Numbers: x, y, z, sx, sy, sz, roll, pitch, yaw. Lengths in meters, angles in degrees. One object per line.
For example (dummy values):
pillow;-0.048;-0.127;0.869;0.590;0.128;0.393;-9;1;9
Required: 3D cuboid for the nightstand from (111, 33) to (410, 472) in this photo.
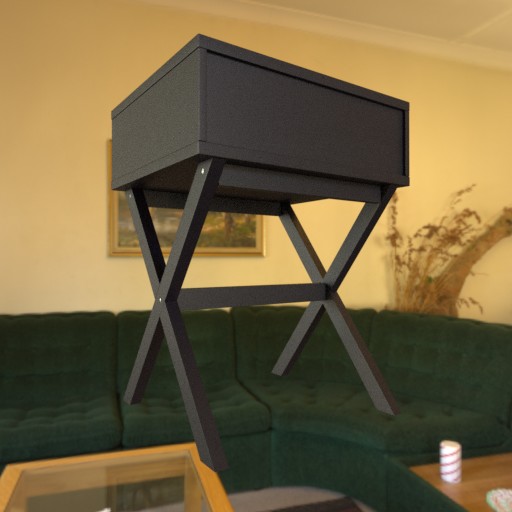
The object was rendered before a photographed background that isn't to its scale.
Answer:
nightstand;0.000;0.000;0.922;0.479;0.623;0.402;0;-1;-35
